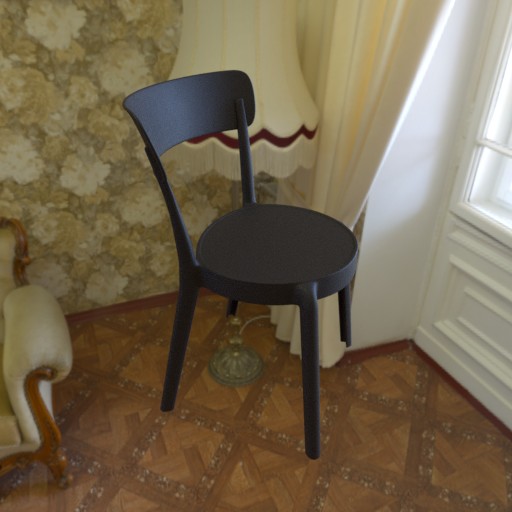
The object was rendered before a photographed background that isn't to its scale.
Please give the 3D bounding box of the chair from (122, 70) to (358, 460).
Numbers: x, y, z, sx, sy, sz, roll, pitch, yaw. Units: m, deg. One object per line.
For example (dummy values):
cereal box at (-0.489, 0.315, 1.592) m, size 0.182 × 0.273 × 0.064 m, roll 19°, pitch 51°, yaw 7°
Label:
chair at (0.000, 0.000, 1.108) m, size 0.491 × 0.790 × 0.506 m, roll 11°, pitch 33°, yaw 18°
